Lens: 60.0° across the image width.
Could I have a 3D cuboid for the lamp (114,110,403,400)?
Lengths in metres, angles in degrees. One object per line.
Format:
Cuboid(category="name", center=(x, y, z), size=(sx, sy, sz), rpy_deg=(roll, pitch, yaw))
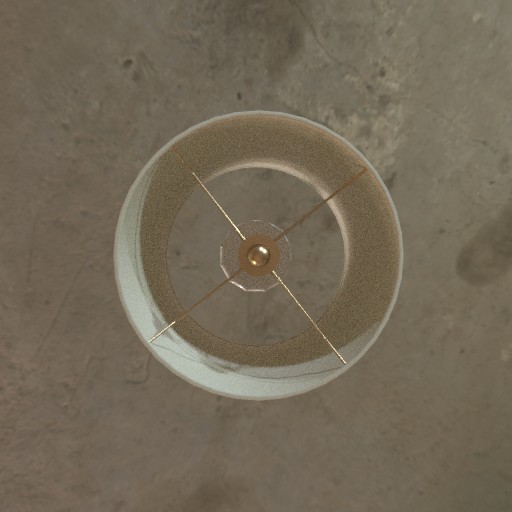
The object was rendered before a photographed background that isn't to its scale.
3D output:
Cuboid(category="lamp", center=(0.000, 0.000, 0.690), size=(0.277, 0.537, 0.277), rpy_deg=(0, 90, -1))
